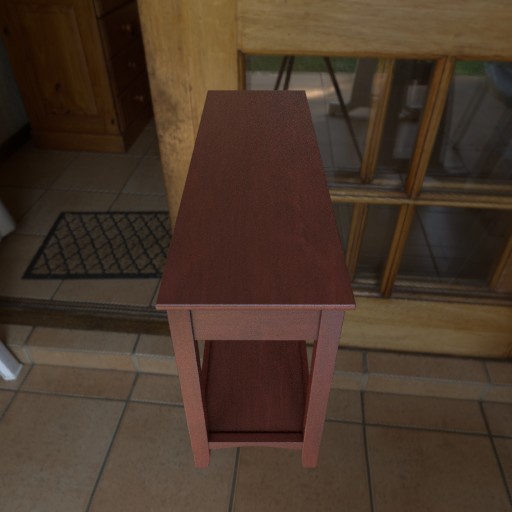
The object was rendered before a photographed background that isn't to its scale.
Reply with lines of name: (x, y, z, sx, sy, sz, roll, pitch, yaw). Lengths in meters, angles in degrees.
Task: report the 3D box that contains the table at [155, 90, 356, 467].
table: (0.000, 0.000, 1.550, 0.392, 0.739, 1.188, 0, 40, 0)
